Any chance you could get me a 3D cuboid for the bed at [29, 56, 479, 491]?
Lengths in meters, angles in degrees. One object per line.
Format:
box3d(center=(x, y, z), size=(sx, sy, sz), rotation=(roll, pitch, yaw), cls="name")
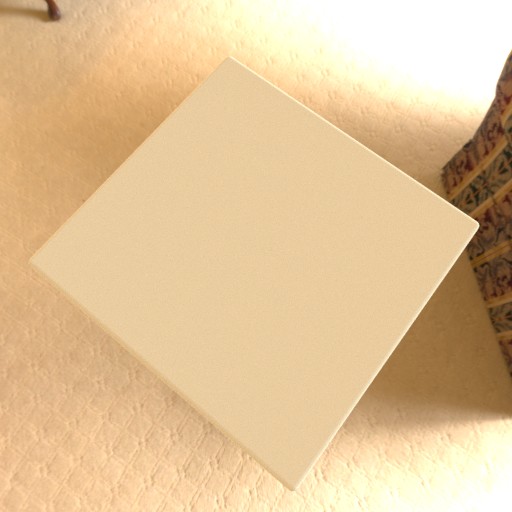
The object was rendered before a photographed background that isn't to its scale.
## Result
box3d(center=(0.000, 0.000, 2.994), size=(2.049, 0.616, 1.930), rotation=(37, 77, 10), cls="bed")
